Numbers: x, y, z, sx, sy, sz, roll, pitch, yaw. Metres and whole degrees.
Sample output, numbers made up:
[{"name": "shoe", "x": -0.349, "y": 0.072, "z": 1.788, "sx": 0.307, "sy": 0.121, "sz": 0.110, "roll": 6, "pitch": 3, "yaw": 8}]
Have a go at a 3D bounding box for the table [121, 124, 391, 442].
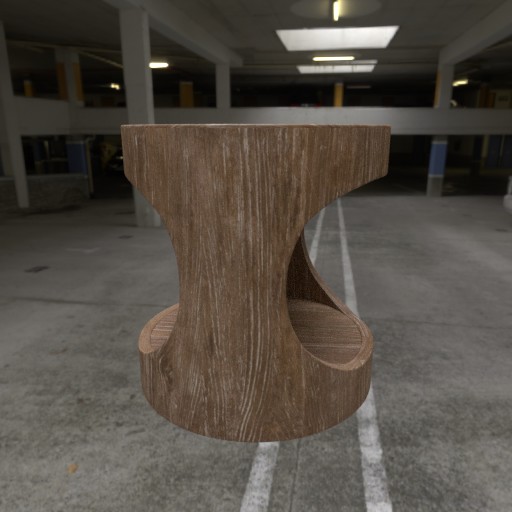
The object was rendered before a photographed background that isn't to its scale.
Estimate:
[{"name": "table", "x": 0.000, "y": 0.000, "z": 0.976, "sx": 0.527, "sy": 0.551, "sz": 0.527, "roll": 0, "pitch": 16, "yaw": 0}]
